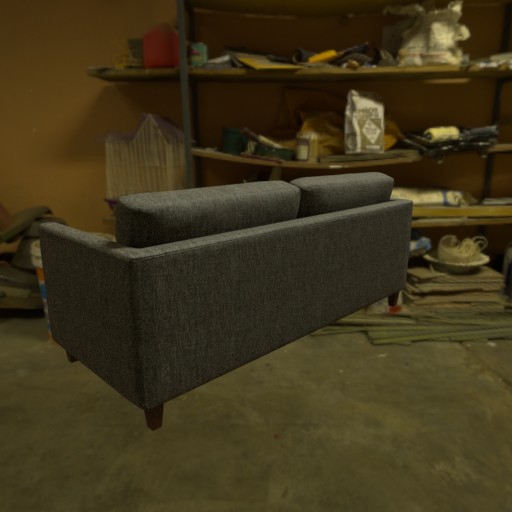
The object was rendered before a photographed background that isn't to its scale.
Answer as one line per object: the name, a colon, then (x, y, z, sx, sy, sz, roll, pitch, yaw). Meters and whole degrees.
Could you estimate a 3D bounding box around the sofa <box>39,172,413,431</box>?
sofa: (0.000, 0.000, 2.710, 2.208, 0.960, 0.948, -14, 20, -43)
